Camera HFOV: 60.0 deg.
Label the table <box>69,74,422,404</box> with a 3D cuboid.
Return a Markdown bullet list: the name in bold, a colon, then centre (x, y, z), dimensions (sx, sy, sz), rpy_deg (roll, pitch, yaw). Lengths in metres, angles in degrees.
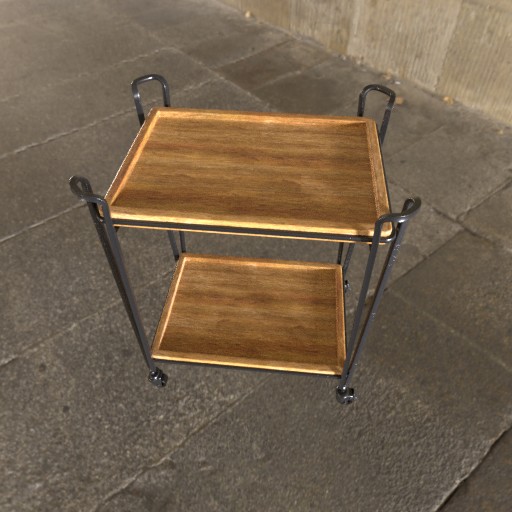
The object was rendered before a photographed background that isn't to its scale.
- **table**: centre (0.000, 0.000, 1.243), dimensions (0.672, 0.785, 0.505), rpy_deg (4, 47, 4)
